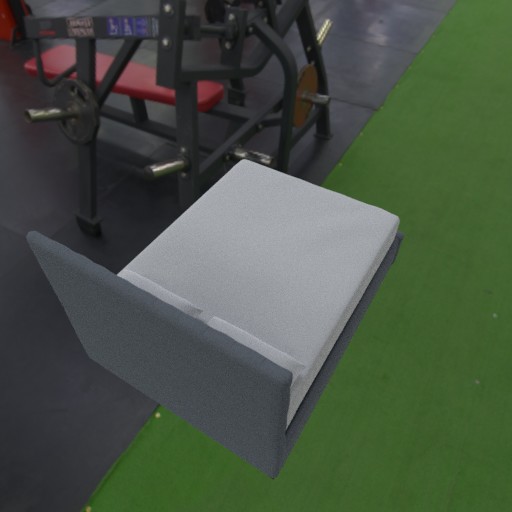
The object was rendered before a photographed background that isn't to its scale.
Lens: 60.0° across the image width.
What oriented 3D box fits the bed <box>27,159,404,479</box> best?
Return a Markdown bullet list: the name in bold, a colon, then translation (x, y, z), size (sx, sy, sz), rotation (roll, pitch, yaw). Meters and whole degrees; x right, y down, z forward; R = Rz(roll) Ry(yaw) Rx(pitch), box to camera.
- **bed**: translation (0.000, 0.000, 3.316), size (1.698, 1.427, 2.231), rotation (25, 52, 21)
